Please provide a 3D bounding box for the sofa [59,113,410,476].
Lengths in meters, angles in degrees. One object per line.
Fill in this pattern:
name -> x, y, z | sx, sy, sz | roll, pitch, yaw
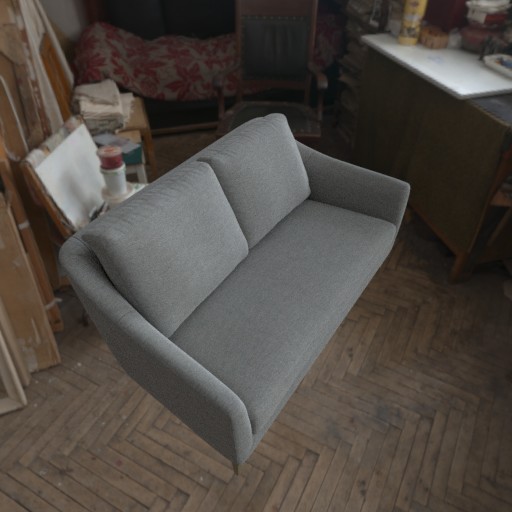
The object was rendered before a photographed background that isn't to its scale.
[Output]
sofa -> 0.000, 0.000, 2.183 | 0.960, 0.904, 1.619 | 25, 48, 25
